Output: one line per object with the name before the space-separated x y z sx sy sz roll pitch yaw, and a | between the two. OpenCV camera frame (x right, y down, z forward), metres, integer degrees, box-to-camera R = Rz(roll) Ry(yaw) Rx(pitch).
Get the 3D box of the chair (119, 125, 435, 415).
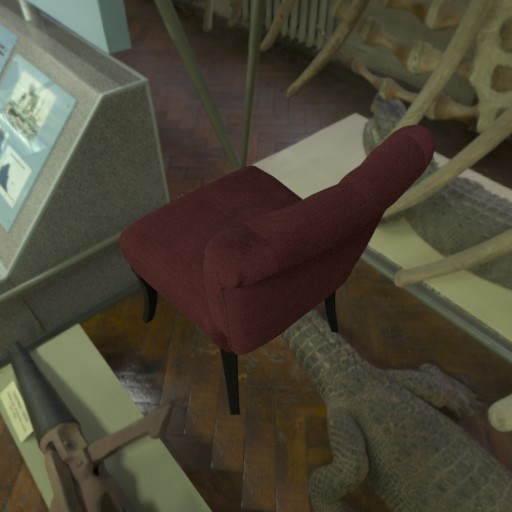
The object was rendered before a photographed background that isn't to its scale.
chair | 0.000 0.000 1.185 0.582 0.750 0.605 -33 54 -28
